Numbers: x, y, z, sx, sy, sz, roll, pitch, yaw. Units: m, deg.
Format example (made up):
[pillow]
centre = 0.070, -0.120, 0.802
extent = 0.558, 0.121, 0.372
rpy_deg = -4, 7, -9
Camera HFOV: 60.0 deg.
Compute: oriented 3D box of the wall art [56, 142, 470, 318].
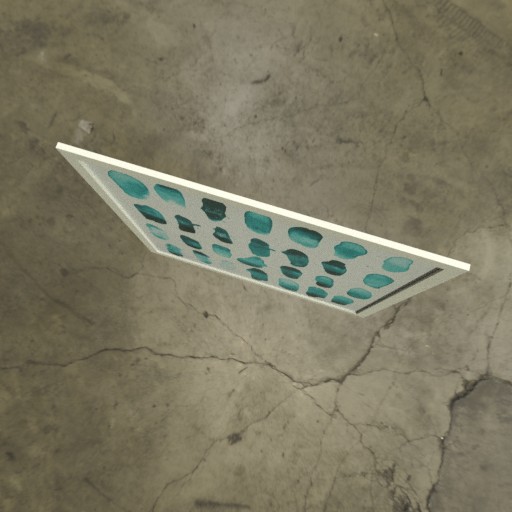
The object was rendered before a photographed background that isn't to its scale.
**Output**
[wall art]
centre = 0.000, 0.000, 1.226
extent = 0.812, 0.813, 0.013
rpy_deg = 17, 77, 4
